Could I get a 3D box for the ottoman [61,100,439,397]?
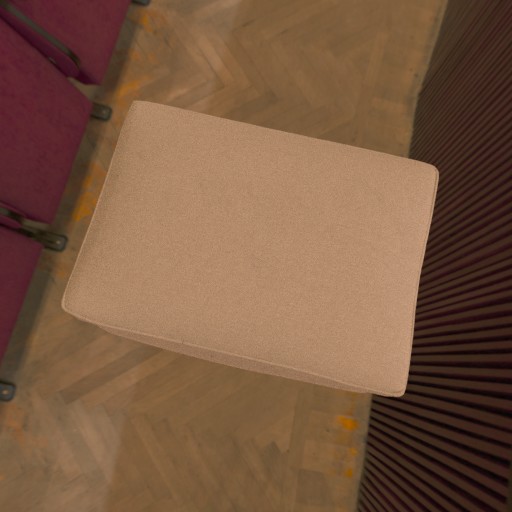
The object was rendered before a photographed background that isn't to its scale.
[{"bbox_3d":[0.000,0.000,1.010,0.665,0.456,0.501,13,77,3],"label":"ottoman"}]
